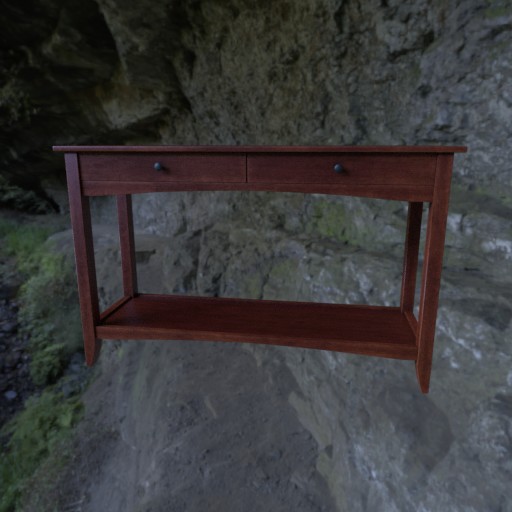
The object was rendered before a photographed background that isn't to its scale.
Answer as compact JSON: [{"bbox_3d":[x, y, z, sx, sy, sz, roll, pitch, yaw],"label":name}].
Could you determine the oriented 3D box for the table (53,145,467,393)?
[{"bbox_3d":[0.000,0.000,1.531,1.188,0.739,0.392,2,14,9],"label":"table"}]
